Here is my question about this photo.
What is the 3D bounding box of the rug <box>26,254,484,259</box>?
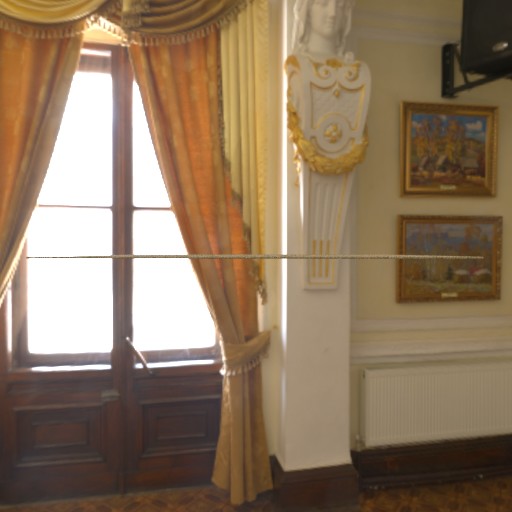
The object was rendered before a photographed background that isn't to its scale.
[{"bbox_3d":[0.000,0.000,4.160,3.034,0.012,2.471,0,1,1],"label":"rug"}]
